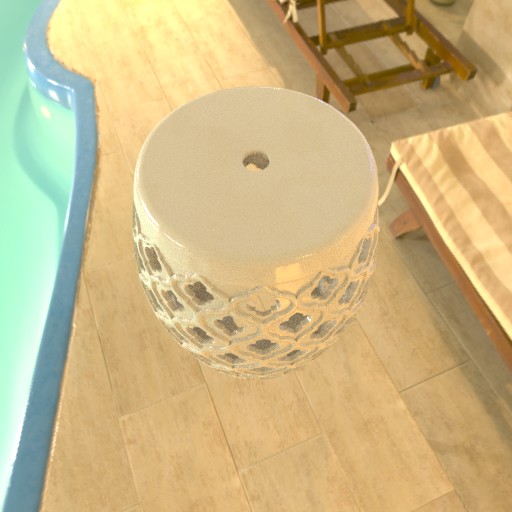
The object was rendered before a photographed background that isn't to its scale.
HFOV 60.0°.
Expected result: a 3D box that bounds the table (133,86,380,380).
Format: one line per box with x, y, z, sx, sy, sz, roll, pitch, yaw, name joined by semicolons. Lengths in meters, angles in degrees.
0.000;0.000;0.640;0.325;0.388;0.325;0;58;0;table
